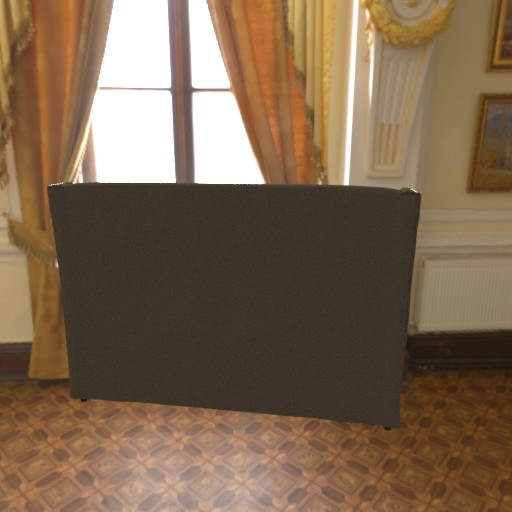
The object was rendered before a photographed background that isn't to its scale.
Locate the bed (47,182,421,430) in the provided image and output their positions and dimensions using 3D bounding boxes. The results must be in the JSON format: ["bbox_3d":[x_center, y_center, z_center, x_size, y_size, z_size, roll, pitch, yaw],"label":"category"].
[{"bbox_3d":[0.000,0.000,3.432,1.925,1.332,2.276,2,15,8],"label":"bed"}]
